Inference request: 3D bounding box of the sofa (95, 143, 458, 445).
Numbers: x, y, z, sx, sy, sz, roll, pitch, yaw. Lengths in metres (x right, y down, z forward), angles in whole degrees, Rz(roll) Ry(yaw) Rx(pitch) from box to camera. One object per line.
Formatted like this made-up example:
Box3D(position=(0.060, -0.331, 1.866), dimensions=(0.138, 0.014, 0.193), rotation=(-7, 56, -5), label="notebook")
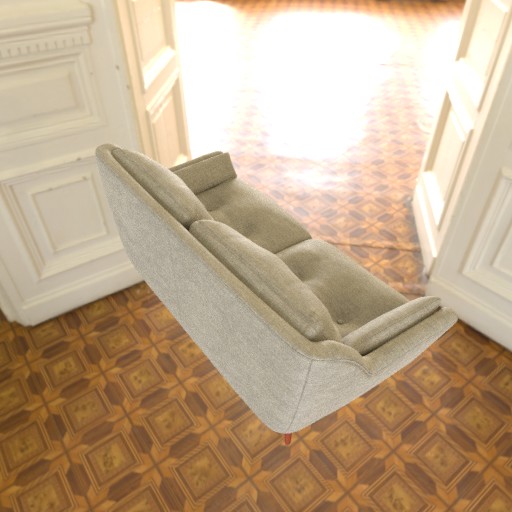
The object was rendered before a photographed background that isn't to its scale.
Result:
Box3D(position=(0.000, 0.000, 2.431), dimensions=(0.976, 0.897, 1.930), rotation=(-27, 48, -27), label="sofa")
